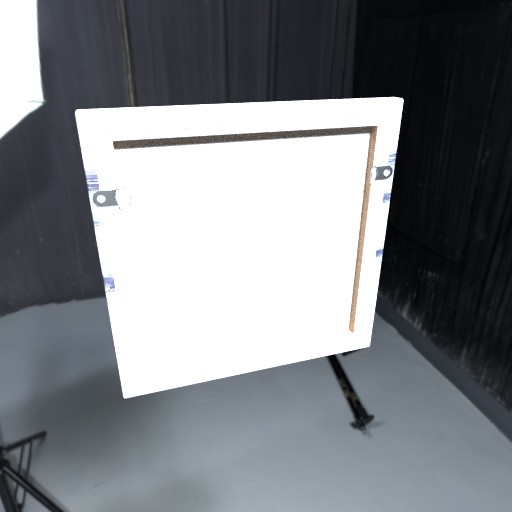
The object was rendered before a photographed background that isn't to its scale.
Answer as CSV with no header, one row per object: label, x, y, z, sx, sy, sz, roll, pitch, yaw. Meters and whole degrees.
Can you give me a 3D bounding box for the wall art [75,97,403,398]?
wall art,0.000,0.000,1.146,0.755,0.747,0.065,-8,27,-16
